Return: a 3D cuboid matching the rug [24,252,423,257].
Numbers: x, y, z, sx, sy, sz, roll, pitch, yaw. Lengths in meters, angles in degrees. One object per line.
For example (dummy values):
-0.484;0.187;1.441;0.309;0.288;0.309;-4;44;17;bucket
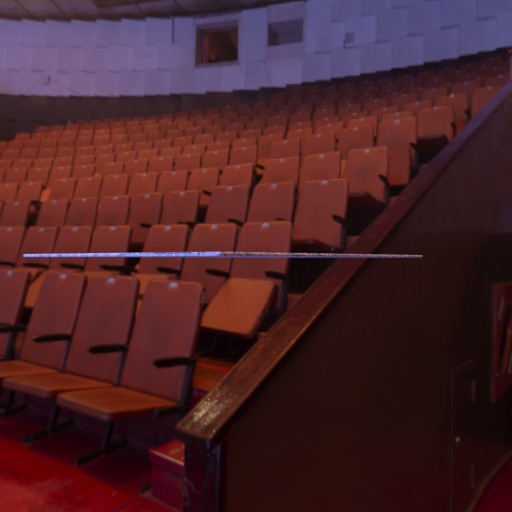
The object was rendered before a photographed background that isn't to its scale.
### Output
0.000;0.000;3.061;1.524;0.015;2.439;0;0;37;rug
